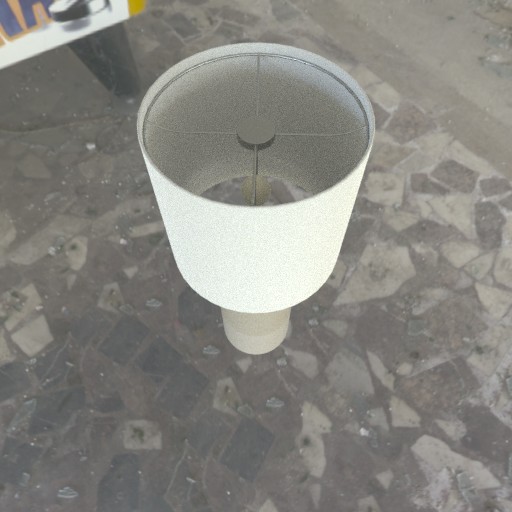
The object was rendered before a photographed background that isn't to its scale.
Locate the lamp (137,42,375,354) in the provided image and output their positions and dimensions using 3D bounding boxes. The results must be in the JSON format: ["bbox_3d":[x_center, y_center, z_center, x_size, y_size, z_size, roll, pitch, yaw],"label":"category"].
[{"bbox_3d":[0.000,0.000,0.607,0.212,0.493,0.212,1,59,1],"label":"lamp"}]
